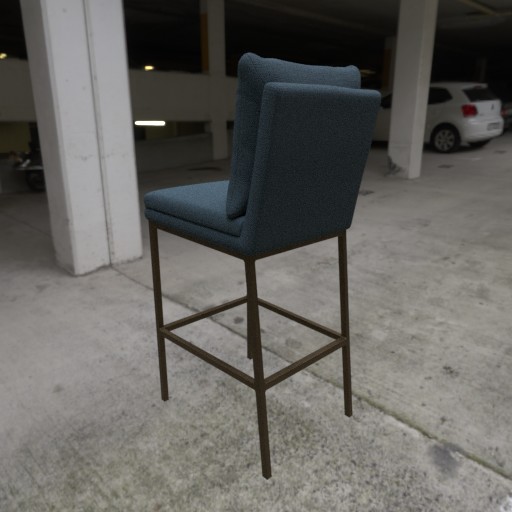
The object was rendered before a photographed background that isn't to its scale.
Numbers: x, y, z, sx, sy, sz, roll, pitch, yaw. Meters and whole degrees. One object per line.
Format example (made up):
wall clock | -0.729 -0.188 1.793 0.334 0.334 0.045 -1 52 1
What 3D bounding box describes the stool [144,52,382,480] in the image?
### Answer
stool | 0.000 0.000 1.414 0.463 1.124 0.568 -16 23 -41
